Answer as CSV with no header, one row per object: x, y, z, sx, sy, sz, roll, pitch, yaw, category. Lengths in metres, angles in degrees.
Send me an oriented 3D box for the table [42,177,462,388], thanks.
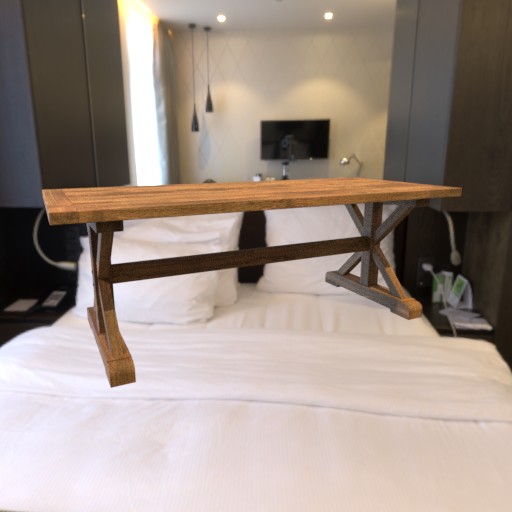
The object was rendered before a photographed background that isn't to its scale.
0.000,0.000,2.434,2.031,0.733,0.907,-7,16,-26,table
